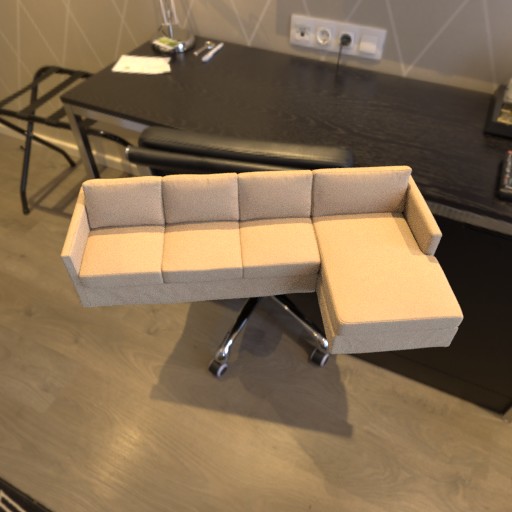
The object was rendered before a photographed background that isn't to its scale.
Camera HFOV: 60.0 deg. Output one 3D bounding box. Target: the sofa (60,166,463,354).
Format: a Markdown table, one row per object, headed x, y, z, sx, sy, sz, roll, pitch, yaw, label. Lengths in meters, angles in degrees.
| x | y | z | sx | sy | sz | roll | pitch | yaw | label |
| --- | --- | --- | --- | --- | --- | --- | --- | --- | --- |
| 0.000 | 0.000 | 3.908 | 3.206 | 0.871 | 1.622 | -3 | 47 | -3 | sofa |
